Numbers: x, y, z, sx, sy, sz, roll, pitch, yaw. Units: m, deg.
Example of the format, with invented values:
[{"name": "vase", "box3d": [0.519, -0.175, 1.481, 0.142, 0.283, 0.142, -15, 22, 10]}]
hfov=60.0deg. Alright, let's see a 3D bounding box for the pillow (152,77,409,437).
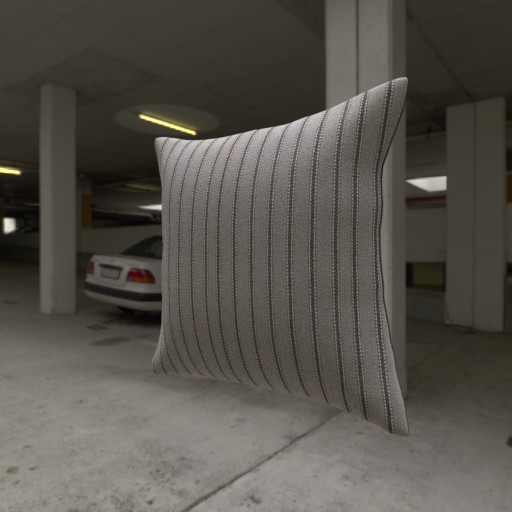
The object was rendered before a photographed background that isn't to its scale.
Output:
[{"name": "pillow", "box3d": [0.000, 0.000, 0.682, 0.468, 0.444, 0.138, 0, 0, 36]}]
